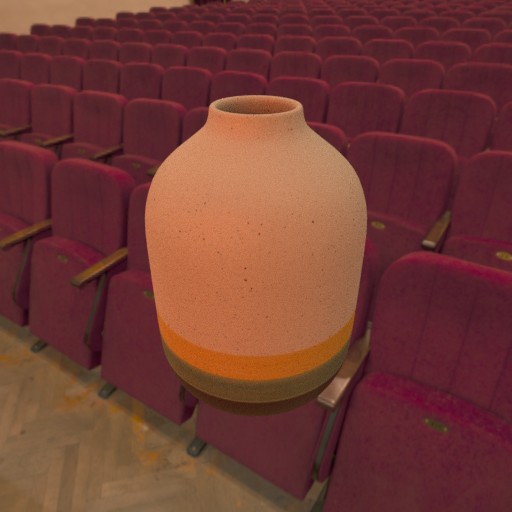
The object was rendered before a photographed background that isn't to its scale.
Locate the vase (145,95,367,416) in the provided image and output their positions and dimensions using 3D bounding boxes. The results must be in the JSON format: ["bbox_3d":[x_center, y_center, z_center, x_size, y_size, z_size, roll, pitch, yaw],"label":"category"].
[{"bbox_3d":[0.000,0.000,0.363,0.169,0.240,0.169,0,31,0],"label":"vase"}]
